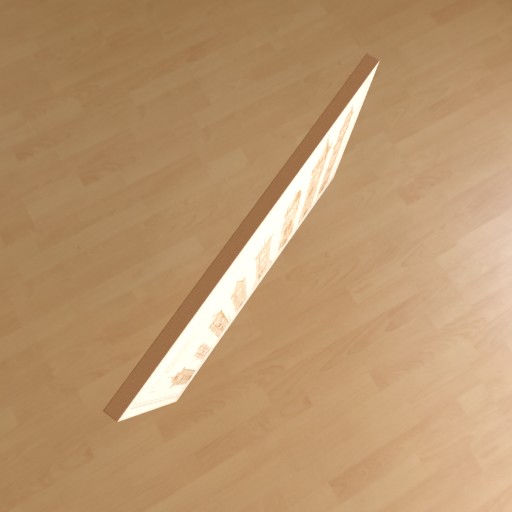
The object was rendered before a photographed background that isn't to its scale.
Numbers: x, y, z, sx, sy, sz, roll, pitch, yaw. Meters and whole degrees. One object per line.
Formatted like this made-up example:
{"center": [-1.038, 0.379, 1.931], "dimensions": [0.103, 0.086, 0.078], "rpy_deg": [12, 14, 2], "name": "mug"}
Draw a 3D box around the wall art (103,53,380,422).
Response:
{"center": [0.000, 0.000, 1.179], "dimensions": [0.033, 0.608, 0.915], "rpy_deg": [34, 78, 8], "name": "wall art"}
